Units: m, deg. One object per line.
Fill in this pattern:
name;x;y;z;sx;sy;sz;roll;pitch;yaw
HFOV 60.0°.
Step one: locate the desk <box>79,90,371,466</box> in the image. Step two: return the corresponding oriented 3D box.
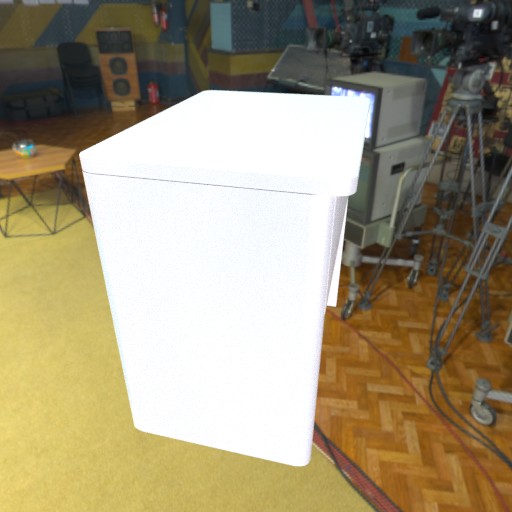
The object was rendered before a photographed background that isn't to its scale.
desk;0.000;0.000;1.328;0.549;0.800;0.762;7;31;12
